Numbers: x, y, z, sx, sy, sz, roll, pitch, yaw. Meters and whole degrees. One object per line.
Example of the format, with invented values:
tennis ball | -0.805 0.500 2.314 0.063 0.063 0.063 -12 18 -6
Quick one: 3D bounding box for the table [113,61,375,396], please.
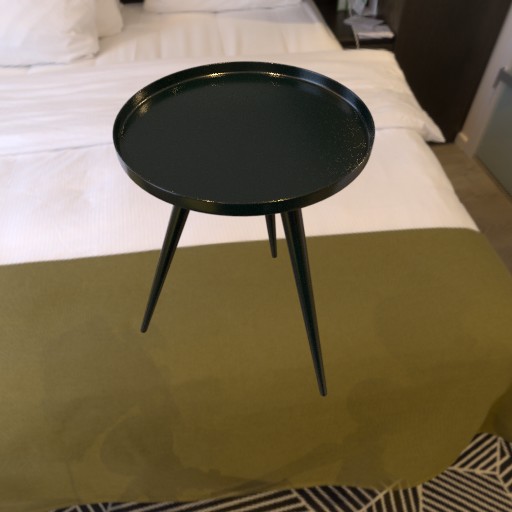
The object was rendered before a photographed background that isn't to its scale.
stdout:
table | 0.000 0.000 0.825 0.403 0.548 0.415 -31 55 -25
